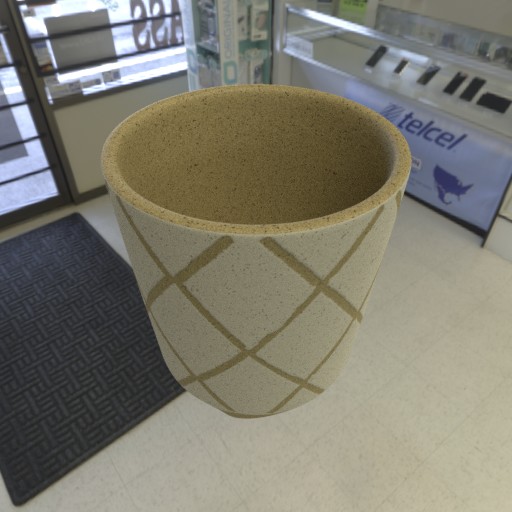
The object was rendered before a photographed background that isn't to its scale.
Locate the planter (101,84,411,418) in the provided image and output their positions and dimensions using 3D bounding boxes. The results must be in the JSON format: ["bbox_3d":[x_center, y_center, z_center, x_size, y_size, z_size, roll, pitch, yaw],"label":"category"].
[{"bbox_3d":[0.000,0.000,0.412,0.228,0.235,0.228,0,41,0],"label":"planter"}]
